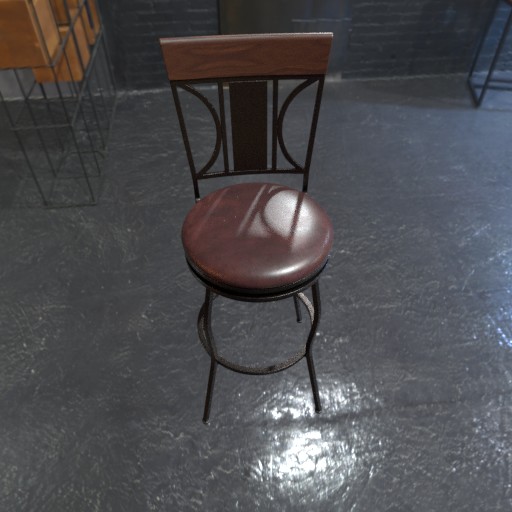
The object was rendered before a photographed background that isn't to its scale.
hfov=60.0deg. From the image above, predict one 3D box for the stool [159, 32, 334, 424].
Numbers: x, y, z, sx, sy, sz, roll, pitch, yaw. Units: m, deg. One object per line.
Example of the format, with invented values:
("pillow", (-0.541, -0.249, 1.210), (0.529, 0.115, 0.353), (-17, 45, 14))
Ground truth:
("stool", (0.000, 0.000, 1.366), (0.448, 1.130, 0.513), (-4, 45, -4))
